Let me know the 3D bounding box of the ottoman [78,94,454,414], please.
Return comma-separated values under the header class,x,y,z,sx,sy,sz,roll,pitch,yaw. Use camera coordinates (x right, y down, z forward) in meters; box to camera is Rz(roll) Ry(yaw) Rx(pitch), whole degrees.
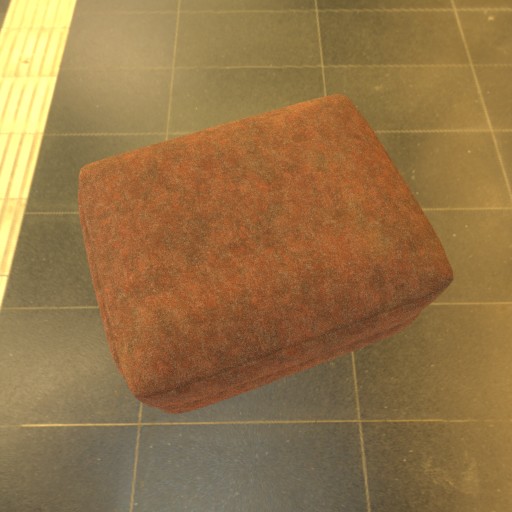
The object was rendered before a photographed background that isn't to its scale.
class,x,y,z,sx,sy,sz,roll,pitch,yaw
ottoman,0.000,0.000,1.193,0.787,0.508,0.635,-18,66,-8
